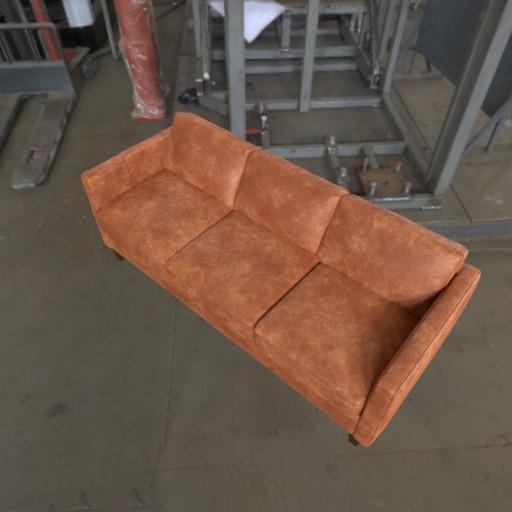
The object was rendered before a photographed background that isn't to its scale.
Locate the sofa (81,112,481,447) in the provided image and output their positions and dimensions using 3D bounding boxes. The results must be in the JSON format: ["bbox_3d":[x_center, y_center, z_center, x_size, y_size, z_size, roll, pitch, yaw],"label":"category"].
[{"bbox_3d":[0.000,0.000,2.960,2.464,1.006,1.045,33,55,26],"label":"sofa"}]
